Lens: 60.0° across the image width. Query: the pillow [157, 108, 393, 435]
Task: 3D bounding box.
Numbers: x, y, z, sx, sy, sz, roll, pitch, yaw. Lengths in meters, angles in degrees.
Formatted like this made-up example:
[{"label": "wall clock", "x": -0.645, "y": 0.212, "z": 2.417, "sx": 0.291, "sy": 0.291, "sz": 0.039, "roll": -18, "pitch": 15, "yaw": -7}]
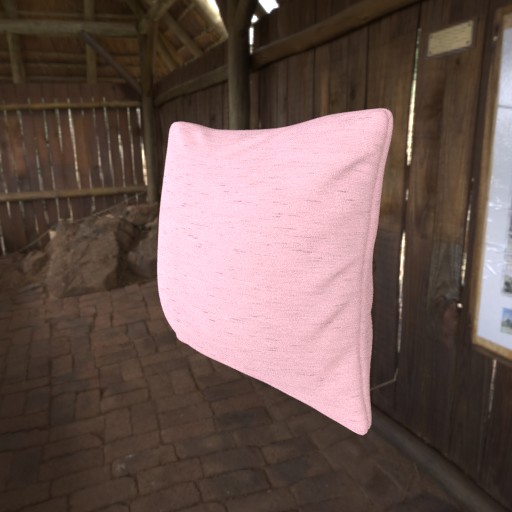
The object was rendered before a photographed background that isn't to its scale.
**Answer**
[{"label": "pillow", "x": 0.000, "y": 0.000, "z": 0.687, "sx": 0.246, "sy": 0.415, "sz": 0.432, "roll": -13, "pitch": 19, "yaw": -42}]
